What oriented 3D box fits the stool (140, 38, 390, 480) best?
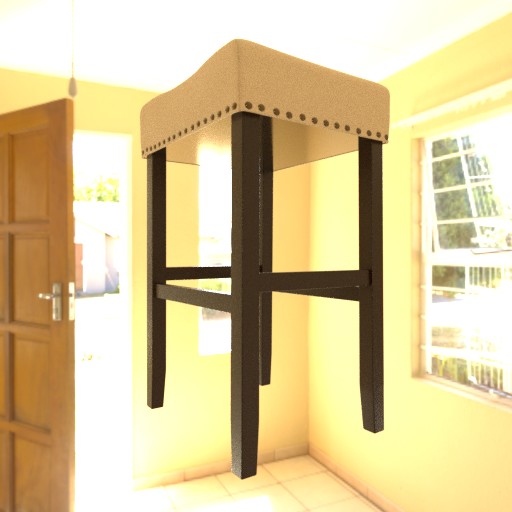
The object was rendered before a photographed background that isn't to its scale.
[{"bbox_3d":[0.000,0.000,1.044,0.401,0.762,0.471,0,0,-35],"label":"stool"}]
